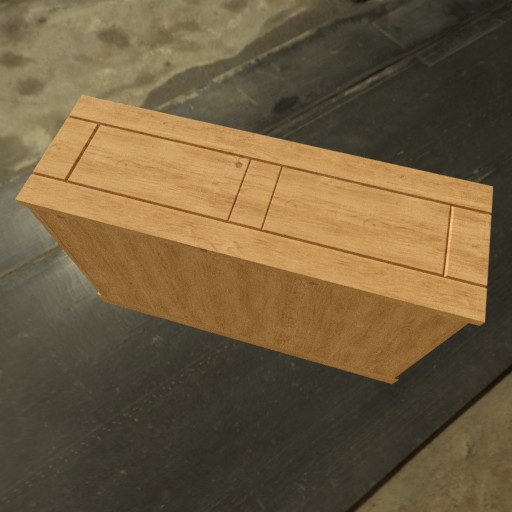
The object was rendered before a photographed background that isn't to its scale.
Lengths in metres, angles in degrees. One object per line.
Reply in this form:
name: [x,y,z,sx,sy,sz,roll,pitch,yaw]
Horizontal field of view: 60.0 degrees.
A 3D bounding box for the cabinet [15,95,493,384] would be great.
cabinet: [0.000,0.000,1.649,1.321,0.810,0.432,15,64,7]
